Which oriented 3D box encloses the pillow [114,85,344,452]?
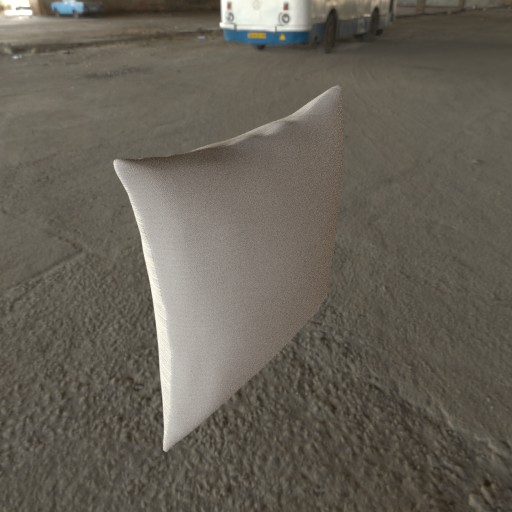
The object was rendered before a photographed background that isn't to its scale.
[{"bbox_3d":[0.000,0.000,0.773,0.204,0.497,0.512,21,37,31],"label":"pillow"}]
